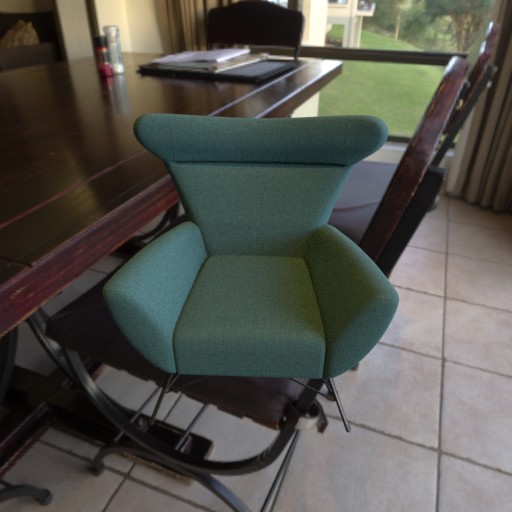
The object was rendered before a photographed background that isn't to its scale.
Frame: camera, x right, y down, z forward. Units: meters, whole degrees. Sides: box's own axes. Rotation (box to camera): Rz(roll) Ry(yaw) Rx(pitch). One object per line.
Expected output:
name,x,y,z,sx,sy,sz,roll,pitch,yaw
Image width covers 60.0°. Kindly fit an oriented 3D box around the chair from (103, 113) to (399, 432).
chair,0.000,0.000,1.798,1.050,0.980,0.900,1,32,2
